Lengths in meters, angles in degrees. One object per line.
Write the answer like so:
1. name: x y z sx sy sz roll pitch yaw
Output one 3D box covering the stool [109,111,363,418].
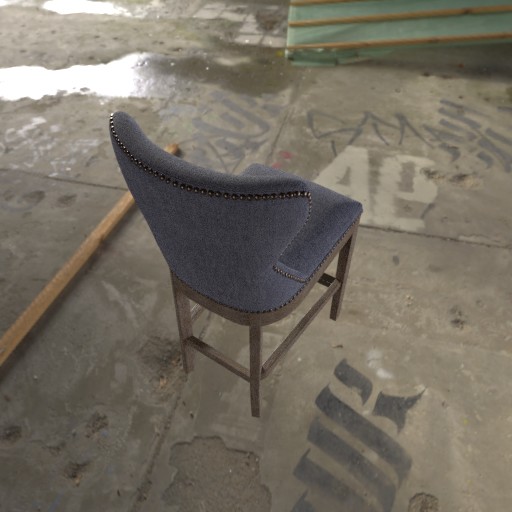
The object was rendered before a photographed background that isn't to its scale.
1. stool: 0.000 0.000 1.330 0.498 0.981 0.608 26 51 23
